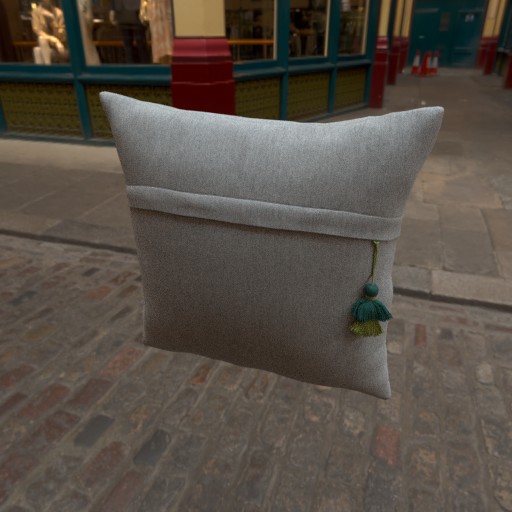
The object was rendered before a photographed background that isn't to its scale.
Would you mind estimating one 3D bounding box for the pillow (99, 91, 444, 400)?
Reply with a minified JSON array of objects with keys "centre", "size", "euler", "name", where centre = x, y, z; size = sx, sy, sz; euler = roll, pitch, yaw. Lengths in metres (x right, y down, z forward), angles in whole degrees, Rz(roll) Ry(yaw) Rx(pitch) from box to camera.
[{"centre":[0.000,0.000,0.642],"size":[0.433,0.436,0.173],"euler":[8,28,16],"name":"pillow"}]
